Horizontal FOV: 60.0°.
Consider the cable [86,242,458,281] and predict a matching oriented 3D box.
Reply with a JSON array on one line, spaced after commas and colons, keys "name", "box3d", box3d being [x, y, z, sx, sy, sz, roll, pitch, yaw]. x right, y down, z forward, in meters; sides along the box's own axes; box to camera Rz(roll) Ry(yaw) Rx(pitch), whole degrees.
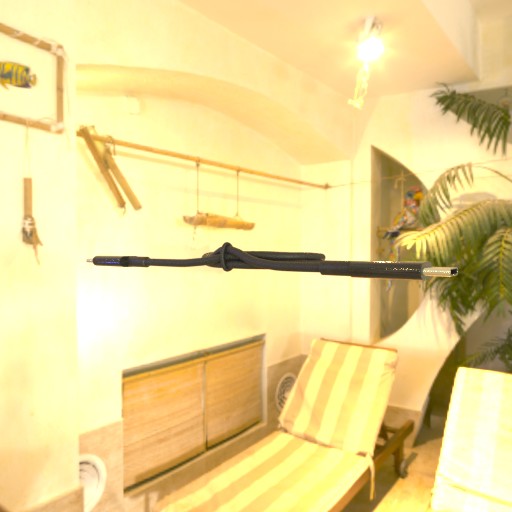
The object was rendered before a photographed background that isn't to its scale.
[{"name": "cable", "box3d": [0.000, 0.000, 0.229, 0.203, 0.014, 0.070, 1, 2, 36]}]
